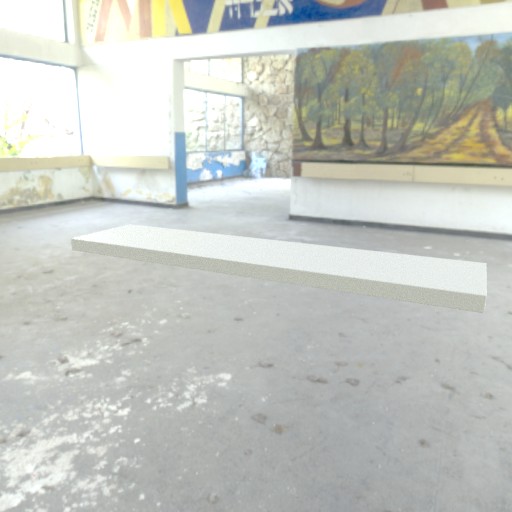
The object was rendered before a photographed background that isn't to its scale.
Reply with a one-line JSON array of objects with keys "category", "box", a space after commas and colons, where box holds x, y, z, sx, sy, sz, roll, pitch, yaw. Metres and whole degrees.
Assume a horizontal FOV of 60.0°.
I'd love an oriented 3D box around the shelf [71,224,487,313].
[{"category": "shelf", "box": [0.000, 0.000, 0.658, 0.610, 0.020, 0.140, 7, 17, 26]}]
